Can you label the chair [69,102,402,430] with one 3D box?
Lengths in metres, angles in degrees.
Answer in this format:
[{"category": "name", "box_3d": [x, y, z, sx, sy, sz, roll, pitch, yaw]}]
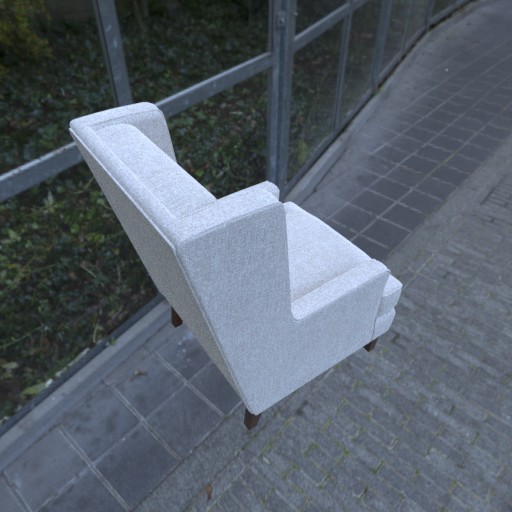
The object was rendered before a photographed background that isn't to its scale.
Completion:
[{"category": "chair", "box_3d": [0.000, 0.000, 1.726, 0.948, 1.082, 0.764, -25, 47, -26]}]
